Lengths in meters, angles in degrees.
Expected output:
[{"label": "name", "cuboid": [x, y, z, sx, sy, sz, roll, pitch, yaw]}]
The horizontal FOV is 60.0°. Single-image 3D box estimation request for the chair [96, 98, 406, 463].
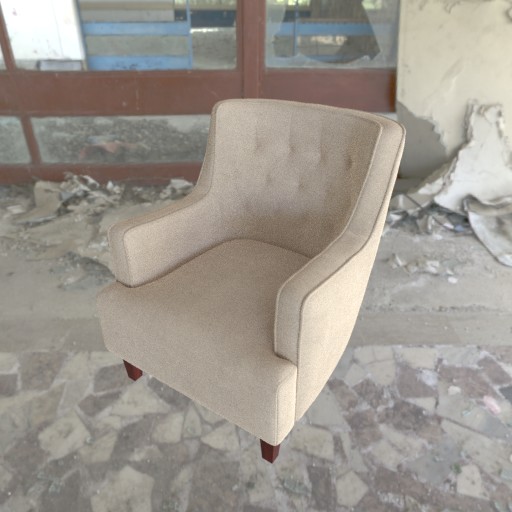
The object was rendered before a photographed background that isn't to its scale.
[{"label": "chair", "cuboid": [0.000, 0.000, 1.601, 0.781, 0.920, 0.910, 19, 36, 29]}]
